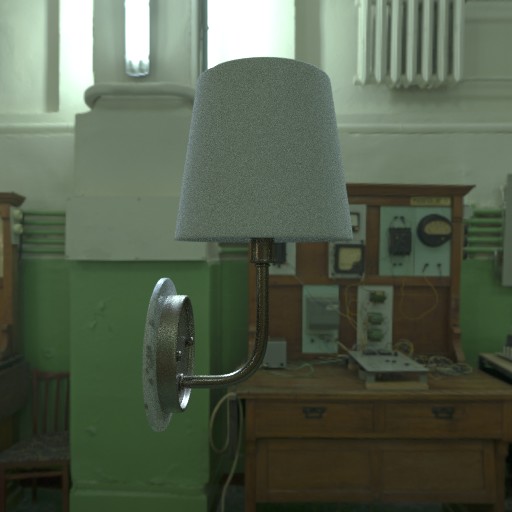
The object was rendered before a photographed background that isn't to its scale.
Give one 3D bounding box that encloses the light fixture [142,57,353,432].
[{"bbox_3d":[0.000,0.000,0.437,0.188,0.337,0.168,0,0,1],"label":"light fixture"}]
